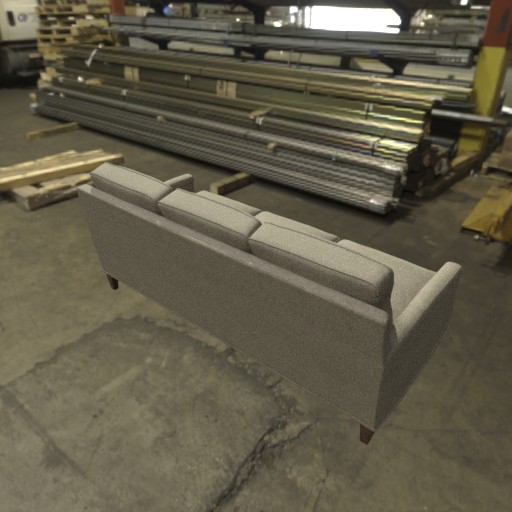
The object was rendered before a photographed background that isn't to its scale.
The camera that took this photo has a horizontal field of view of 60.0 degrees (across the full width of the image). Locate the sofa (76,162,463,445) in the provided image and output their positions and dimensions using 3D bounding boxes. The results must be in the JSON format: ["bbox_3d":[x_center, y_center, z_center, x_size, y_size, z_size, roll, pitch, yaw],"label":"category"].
[{"bbox_3d":[0.000,0.000,2.825,2.246,1.003,1.084,23,38,33],"label":"sofa"}]
